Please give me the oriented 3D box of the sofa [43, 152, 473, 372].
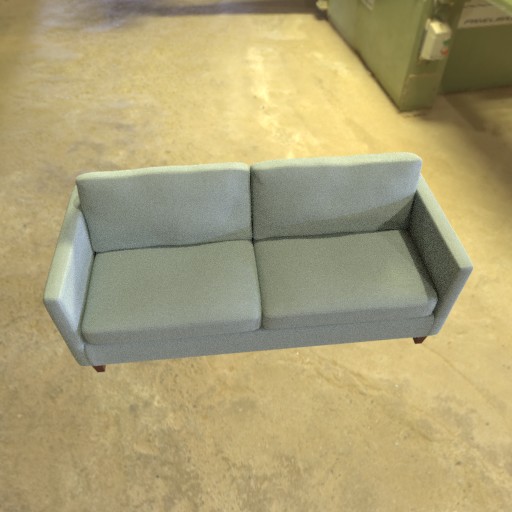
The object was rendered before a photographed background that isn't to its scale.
[{"bbox_3d":[0.000,0.000,2.710,2.208,0.965,0.951,-4,47,-4],"label":"sofa"}]
